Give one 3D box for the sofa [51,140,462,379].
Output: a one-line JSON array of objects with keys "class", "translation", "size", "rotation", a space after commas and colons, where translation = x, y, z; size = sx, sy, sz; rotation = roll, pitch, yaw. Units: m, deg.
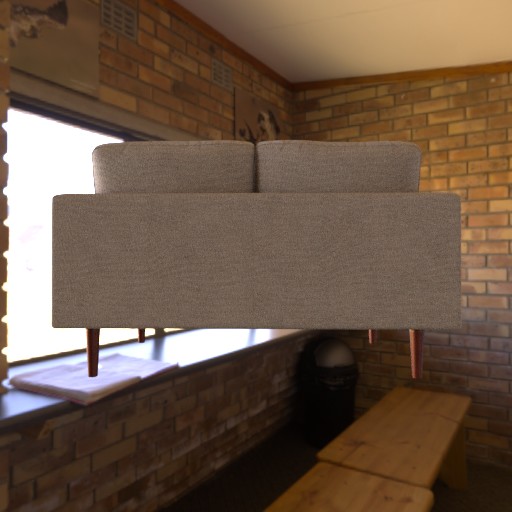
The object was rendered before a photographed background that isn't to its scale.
[{"class": "sofa", "translation": [0.000, 0.000, 2.102], "size": [1.582, 0.944, 0.903], "rotation": [0, 0, 1]}]
